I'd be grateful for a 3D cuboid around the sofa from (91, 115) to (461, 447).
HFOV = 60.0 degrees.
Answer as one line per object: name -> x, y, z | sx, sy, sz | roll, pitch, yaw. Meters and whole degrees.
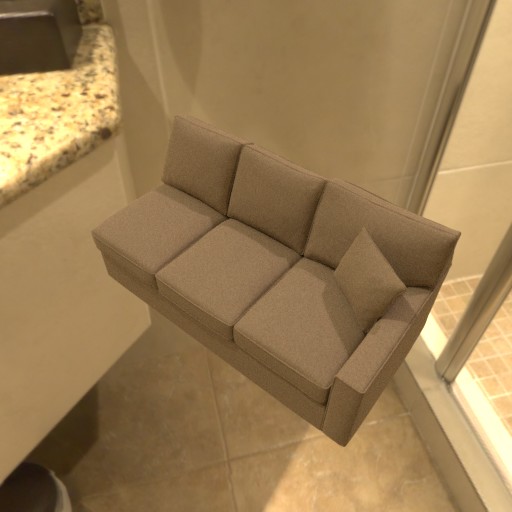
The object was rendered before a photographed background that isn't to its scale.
sofa -> 0.000, 0.000, 2.684 | 1.963, 0.946, 1.034 | 30, 52, 26
